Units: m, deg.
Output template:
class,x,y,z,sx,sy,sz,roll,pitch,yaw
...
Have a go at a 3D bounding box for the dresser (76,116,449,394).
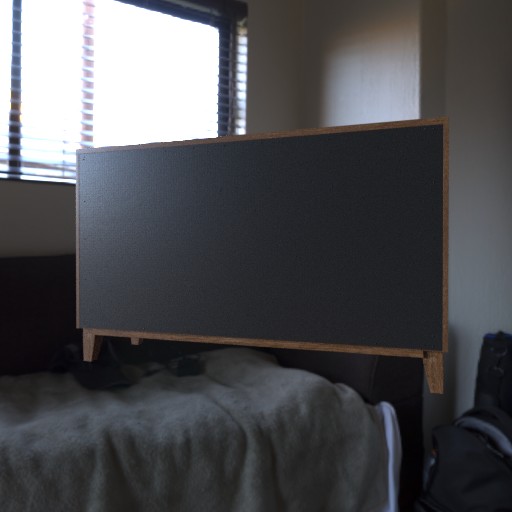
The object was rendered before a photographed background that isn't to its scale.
class,x,y,z,sx,sy,sz,roll,pitch,yaw
dresser,0.000,0.000,1.801,1.400,0.873,0.446,0,1,18
